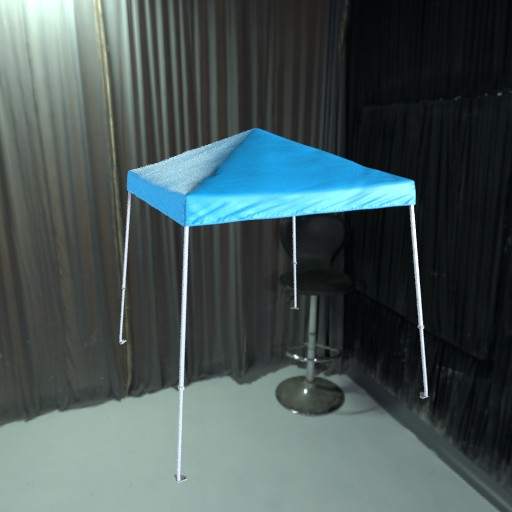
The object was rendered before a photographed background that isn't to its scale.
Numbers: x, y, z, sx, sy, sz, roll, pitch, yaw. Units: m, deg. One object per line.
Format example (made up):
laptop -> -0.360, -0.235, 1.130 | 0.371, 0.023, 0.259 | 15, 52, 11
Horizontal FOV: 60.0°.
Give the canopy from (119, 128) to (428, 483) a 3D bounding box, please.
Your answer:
canopy -> 0.000, 0.000, 5.133 | 2.849, 2.849, 2.848 | -8, 18, -25
